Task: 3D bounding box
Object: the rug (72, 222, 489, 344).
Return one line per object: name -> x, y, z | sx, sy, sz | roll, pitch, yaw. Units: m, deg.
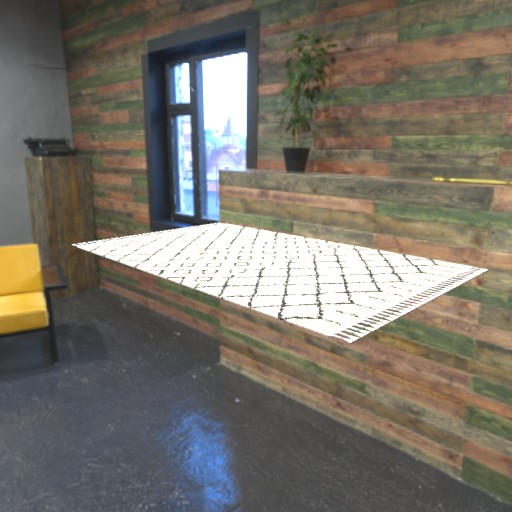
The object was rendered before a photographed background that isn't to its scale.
rug -> 0.000, 0.000, 2.430 | 1.196, 0.008, 2.006 | -13, 19, -43
